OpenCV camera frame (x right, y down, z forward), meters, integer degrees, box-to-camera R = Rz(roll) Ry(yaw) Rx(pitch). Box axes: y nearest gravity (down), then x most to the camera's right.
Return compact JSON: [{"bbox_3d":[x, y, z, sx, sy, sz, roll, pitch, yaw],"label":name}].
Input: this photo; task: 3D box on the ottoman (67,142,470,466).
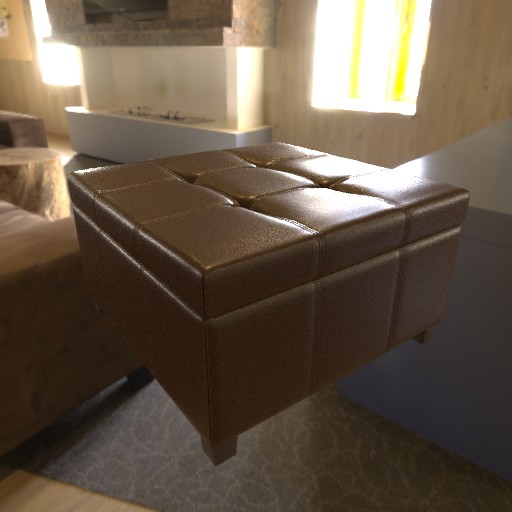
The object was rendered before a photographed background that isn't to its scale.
[{"bbox_3d":[0.000,0.000,1.273,0.787,0.460,0.788,-17,30,-32],"label":"ottoman"}]
